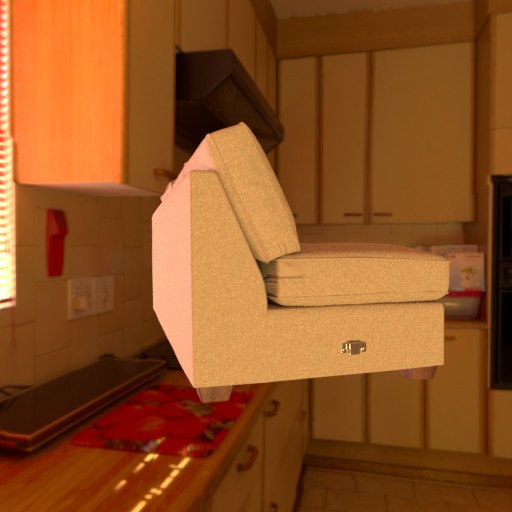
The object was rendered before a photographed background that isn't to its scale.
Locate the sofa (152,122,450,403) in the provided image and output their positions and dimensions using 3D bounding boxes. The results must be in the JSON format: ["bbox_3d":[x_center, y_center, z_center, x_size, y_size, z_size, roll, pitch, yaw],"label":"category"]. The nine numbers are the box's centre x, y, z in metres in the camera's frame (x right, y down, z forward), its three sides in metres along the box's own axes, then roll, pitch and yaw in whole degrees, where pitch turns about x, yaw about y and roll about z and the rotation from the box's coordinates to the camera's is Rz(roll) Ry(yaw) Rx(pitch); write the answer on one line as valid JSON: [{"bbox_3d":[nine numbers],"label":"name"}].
[{"bbox_3d":[0.000,0.000,2.496,1.034,0.946,1.963,0,1,-17],"label":"sofa"}]
